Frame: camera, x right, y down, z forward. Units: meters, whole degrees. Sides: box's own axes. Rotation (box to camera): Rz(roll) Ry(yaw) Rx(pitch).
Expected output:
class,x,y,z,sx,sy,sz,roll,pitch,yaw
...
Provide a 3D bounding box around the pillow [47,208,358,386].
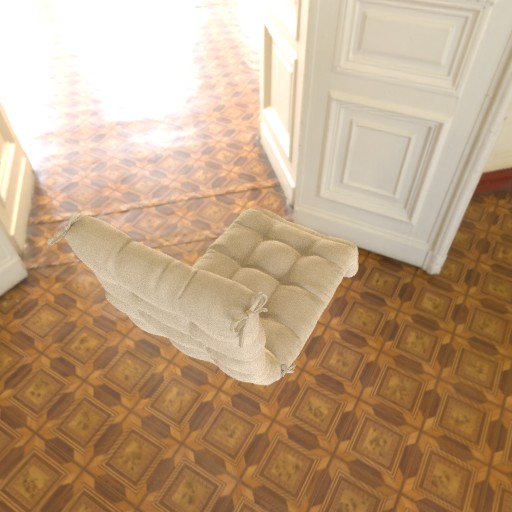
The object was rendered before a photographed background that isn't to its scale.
class,x,y,z,sx,sy,sz,roll,pitch,yaw
pillow,0.000,0.000,1.484,0.526,0.863,1.016,23,51,20
